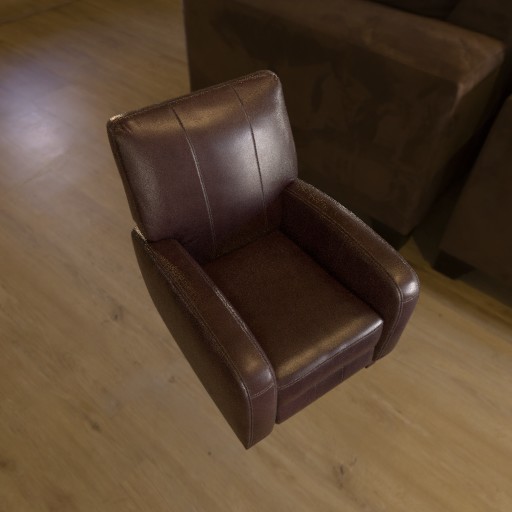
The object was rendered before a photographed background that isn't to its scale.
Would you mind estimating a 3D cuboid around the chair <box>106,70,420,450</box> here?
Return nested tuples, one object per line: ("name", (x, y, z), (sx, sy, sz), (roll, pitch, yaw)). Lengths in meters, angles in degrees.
("chair", (0.000, 0.000, 1.662), (0.762, 0.990, 0.990), (-26, 53, -22))
